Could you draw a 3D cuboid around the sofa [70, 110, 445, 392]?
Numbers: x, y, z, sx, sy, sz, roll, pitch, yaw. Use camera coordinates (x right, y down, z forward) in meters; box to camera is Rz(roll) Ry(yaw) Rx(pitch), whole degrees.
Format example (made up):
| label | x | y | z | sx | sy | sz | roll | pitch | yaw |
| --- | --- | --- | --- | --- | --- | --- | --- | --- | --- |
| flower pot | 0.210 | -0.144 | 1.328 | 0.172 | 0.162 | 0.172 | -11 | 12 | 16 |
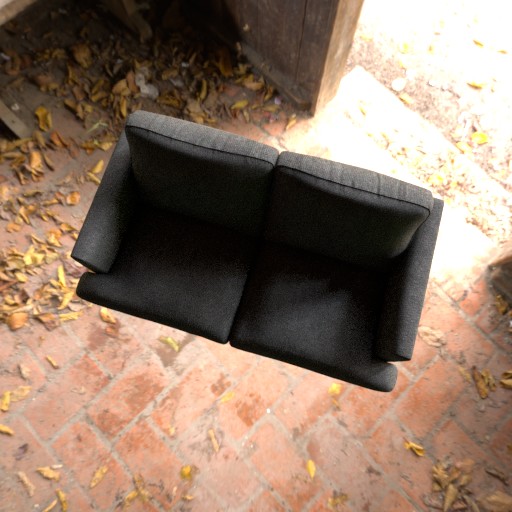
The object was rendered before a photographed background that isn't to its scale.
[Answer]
| label | x | y | z | sx | sy | sz | roll | pitch | yaw |
| --- | --- | --- | --- | --- | --- | --- | --- | --- | --- |
| sofa | 0.000 | 0.000 | 2.175 | 1.582 | 0.956 | 0.903 | 16 | 76 | 4 |
